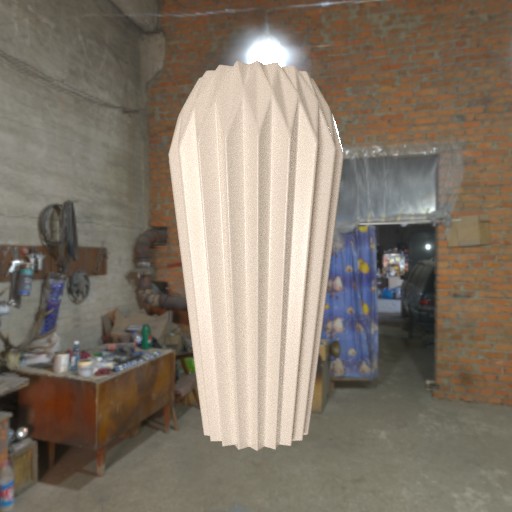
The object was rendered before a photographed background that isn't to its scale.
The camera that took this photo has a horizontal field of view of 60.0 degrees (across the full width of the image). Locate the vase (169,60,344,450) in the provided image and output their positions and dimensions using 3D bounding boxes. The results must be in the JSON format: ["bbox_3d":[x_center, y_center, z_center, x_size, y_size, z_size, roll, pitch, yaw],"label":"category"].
[{"bbox_3d":[0.000,0.000,0.340,0.133,0.263,0.133,0,-1,0],"label":"vase"}]
